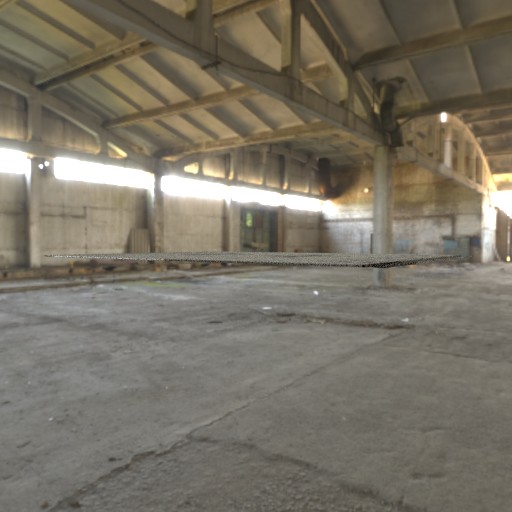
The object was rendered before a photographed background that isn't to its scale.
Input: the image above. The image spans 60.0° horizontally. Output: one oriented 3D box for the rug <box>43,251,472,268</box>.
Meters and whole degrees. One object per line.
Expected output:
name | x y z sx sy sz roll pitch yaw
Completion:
rug | 0.000 0.000 2.901 2.312 0.013 1.600 1 2 36
